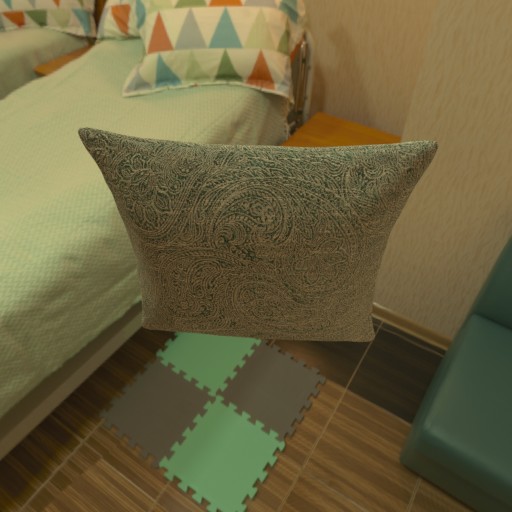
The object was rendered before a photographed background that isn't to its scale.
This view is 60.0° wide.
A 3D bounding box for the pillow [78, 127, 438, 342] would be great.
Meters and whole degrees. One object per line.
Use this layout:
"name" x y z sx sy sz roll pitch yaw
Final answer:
"pillow" 0.000 0.000 0.822 0.526 0.507 0.166 3 45 3
